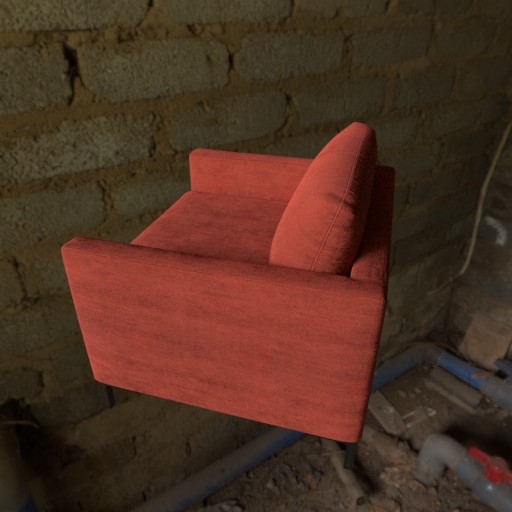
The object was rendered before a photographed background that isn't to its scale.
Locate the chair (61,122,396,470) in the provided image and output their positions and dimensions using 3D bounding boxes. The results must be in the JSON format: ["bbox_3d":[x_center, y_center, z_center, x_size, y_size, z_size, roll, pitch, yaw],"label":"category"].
[{"bbox_3d":[0.000,0.000,1.568,0.875,0.812,0.964,8,31,14],"label":"chair"}]
